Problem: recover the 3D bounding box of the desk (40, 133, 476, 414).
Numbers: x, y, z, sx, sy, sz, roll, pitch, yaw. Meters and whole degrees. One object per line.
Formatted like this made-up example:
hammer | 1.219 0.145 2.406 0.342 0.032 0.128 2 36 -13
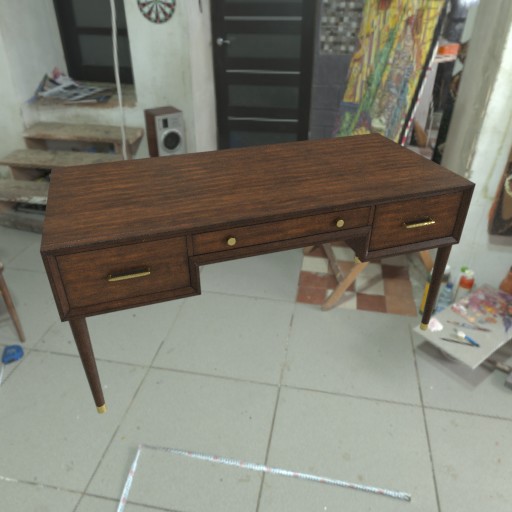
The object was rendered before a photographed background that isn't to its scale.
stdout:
desk | 0.000 0.000 1.996 1.575 0.762 0.724 -10 33 -16
